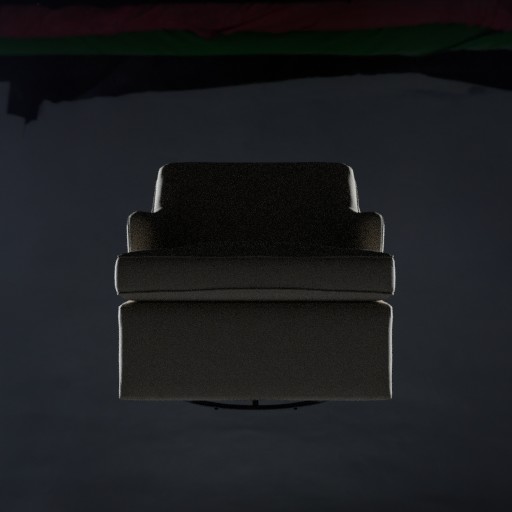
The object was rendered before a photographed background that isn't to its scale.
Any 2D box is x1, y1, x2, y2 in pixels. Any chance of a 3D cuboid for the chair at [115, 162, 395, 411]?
[{"bbox_3d":[0.000,0.000,1.646,0.864,0.856,0.923,0,1,0],"label":"chair"}]
